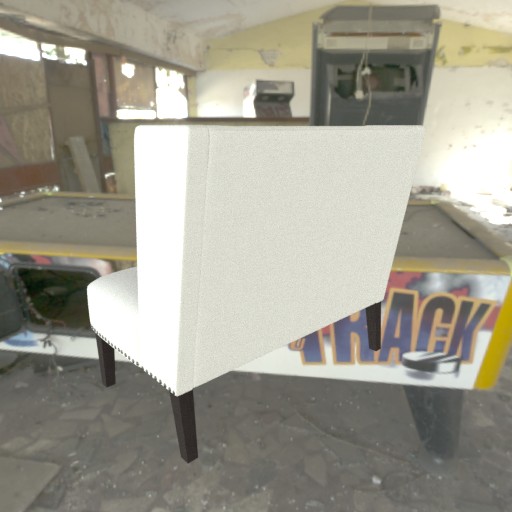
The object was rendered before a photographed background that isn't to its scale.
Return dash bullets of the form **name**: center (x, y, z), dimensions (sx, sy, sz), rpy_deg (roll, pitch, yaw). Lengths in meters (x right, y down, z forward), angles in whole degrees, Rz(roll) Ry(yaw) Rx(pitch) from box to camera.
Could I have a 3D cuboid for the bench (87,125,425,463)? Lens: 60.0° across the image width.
- **bench**: center (0.000, 0.000, 1.987), dimensions (1.280, 1.123, 0.847), rpy_deg (-15, 22, -41)
